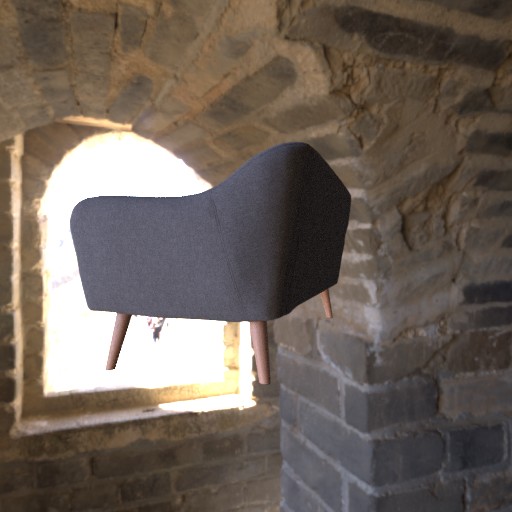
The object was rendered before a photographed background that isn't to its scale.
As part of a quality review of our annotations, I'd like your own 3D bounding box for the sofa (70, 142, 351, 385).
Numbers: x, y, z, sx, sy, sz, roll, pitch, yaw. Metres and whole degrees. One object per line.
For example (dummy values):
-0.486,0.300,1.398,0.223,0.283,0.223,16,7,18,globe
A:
0.000,0.000,2.245,0.820,0.820,1.840,0,1,18,sofa
